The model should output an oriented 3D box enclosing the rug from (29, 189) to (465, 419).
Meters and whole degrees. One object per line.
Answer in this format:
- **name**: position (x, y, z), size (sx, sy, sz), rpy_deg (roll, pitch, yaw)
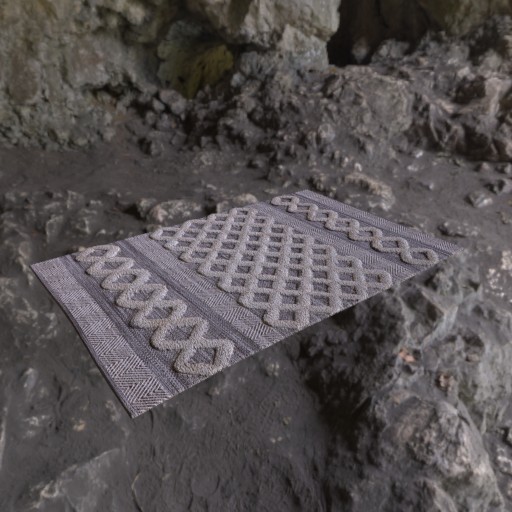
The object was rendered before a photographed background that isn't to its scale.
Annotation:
- **rug**: position (0.000, 0.000, 2.800), size (2.333, 0.033, 1.513), rpy_deg (-20, 33, -33)
